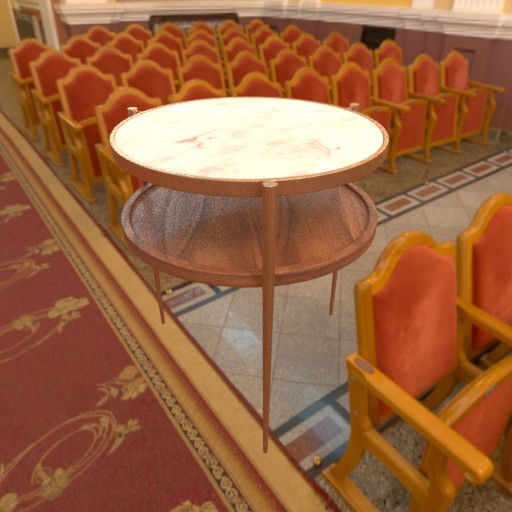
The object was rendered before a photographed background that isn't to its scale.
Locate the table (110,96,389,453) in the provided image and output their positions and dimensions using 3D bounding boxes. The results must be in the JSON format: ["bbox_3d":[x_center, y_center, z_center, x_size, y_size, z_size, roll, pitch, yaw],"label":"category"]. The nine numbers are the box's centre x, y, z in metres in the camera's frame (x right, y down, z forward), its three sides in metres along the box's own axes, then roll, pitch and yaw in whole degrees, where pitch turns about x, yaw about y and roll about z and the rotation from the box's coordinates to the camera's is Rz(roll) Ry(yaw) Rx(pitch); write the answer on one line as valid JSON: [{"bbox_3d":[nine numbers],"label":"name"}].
[{"bbox_3d":[0.000,0.000,0.829,0.456,0.493,0.430,-20,37,-29],"label":"table"}]
